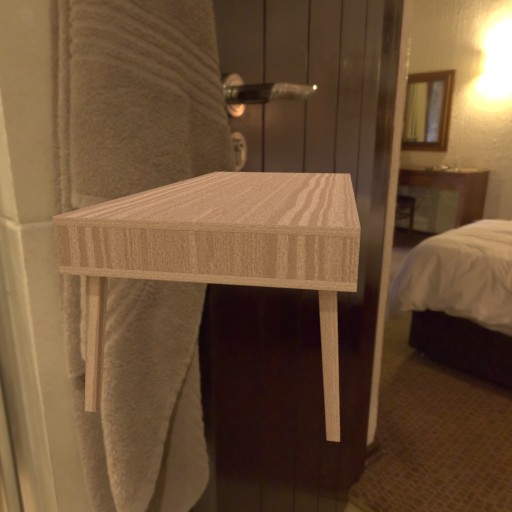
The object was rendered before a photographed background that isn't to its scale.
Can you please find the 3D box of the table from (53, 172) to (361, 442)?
[{"bbox_3d":[0.000,0.000,1.456,0.600,0.450,1.200,3,15,10],"label":"table"}]
